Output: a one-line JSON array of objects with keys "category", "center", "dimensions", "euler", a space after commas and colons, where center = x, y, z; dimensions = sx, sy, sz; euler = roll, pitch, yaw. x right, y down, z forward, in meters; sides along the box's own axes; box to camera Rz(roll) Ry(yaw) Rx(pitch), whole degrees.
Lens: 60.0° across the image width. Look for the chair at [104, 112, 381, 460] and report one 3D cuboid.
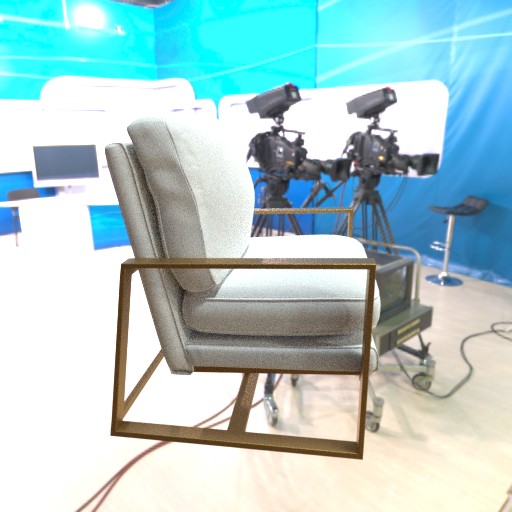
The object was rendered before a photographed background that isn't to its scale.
[{"category": "chair", "center": [0.000, 0.000, 1.572], "dimensions": [0.813, 0.966, 0.805], "euler": [2, 17, 7]}]
